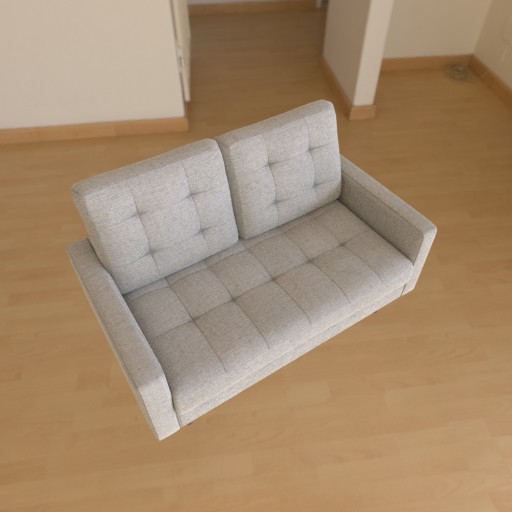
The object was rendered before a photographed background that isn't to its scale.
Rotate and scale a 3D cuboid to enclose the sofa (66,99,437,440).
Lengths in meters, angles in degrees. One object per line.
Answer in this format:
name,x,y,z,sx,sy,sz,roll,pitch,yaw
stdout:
sofa,0.000,0.000,1.970,1.407,0.907,0.842,-25,52,-22
